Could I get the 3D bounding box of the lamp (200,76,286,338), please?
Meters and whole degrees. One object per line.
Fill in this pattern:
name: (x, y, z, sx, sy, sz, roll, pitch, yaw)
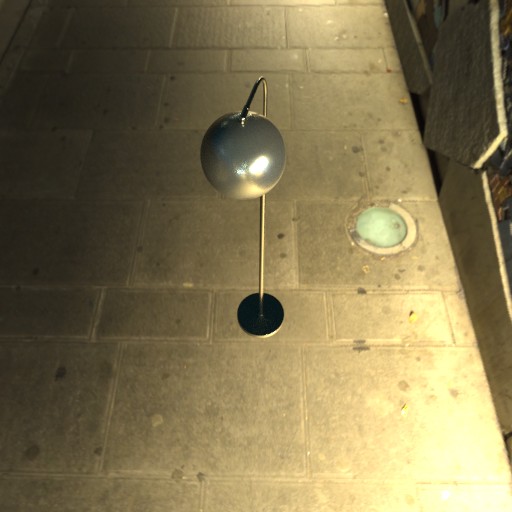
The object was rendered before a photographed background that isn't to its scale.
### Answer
lamp: (0.000, 0.000, 1.671, 0.250, 1.526, 0.431, 13, 60, 8)
